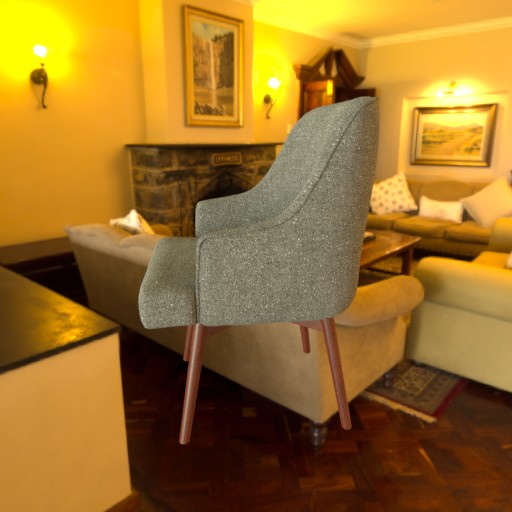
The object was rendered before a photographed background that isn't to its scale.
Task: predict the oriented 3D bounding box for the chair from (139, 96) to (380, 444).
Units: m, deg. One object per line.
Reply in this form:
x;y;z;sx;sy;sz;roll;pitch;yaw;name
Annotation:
0.000;0.000;1.297;0.629;0.875;0.608;-2;15;-7;chair
